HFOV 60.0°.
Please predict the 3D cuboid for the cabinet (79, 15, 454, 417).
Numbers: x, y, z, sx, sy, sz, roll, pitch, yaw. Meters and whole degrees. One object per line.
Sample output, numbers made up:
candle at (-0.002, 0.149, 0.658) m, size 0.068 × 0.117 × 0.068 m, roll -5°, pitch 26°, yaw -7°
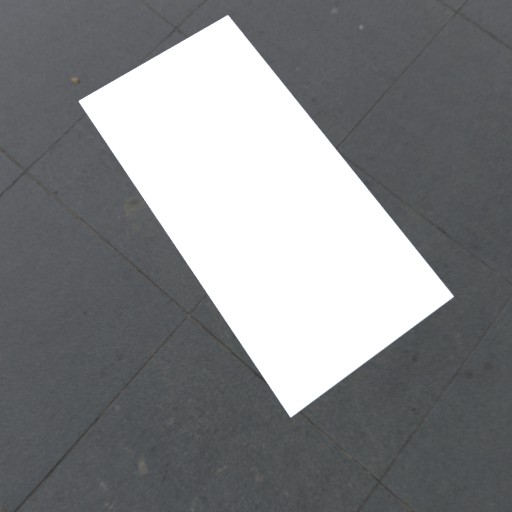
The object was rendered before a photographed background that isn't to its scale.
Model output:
cabinet at (0.000, 0.000, 1.085) m, size 0.296 × 0.815 × 0.600 m, roll -34°, pitch 79°, yaw -8°
